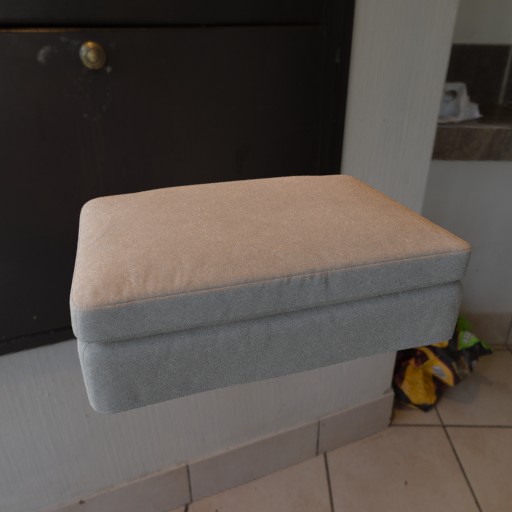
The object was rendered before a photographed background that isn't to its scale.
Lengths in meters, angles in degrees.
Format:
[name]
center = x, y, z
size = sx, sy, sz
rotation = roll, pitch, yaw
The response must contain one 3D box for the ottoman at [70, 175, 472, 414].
[ottoman]
center = 0.000, 0.000, 1.603
size = 1.199, 0.429, 0.840
rotation = -8, 28, -15
